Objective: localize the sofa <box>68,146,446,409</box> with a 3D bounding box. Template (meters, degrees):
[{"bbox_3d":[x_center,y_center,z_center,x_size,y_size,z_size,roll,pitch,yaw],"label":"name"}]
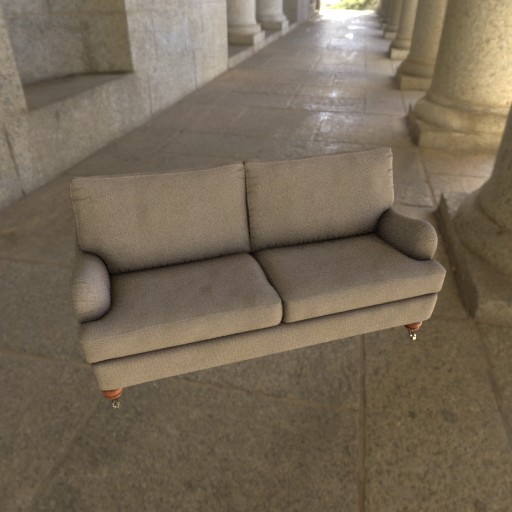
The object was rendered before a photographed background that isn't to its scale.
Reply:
[{"bbox_3d":[0.000,0.000,2.851,2.193,1.096,1.069,-9,33,-14],"label":"sofa"}]
